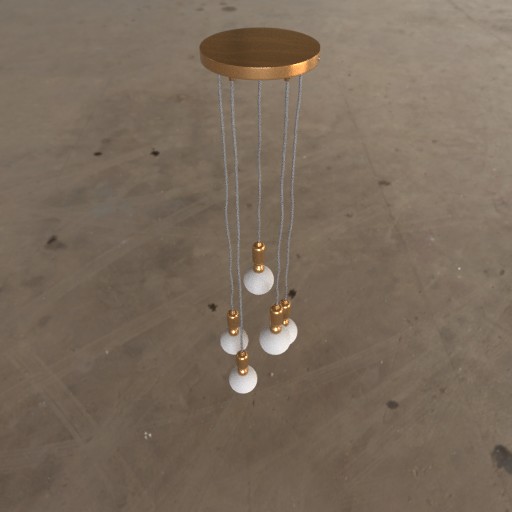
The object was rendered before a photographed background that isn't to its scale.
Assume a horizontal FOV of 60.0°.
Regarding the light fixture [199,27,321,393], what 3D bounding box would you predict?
[{"bbox_3d":[0.000,0.000,0.507,0.105,0.457,0.108,13,44,13],"label":"light fixture"}]
